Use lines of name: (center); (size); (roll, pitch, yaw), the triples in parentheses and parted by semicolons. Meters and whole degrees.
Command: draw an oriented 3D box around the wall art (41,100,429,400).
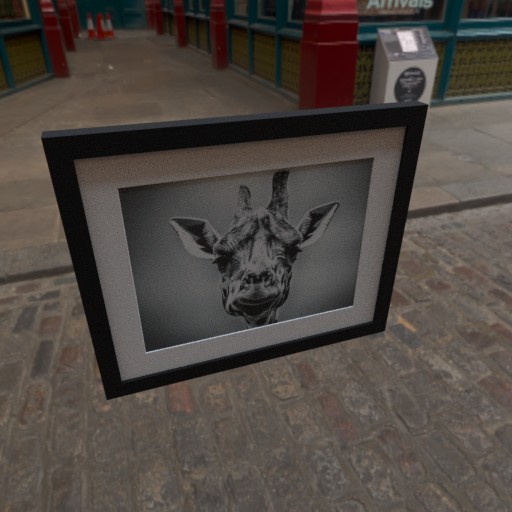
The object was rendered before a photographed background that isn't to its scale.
wall art: (0.000, 0.000, 0.741); (0.558, 0.457, 0.031); (-10, 32, -16)
